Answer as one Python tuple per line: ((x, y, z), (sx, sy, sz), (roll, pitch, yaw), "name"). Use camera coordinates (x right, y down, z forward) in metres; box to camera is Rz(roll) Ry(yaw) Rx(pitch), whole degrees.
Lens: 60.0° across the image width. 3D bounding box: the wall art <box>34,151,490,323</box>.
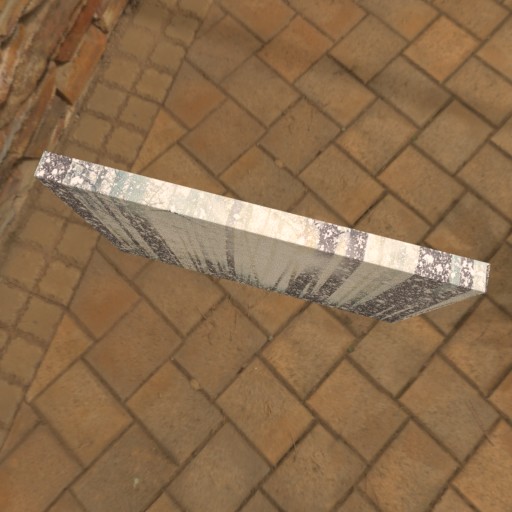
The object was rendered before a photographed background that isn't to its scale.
((0.000, 0.000, 0.780), (0.618, 0.398, 0.042), (15, 76, 4), "wall art")
